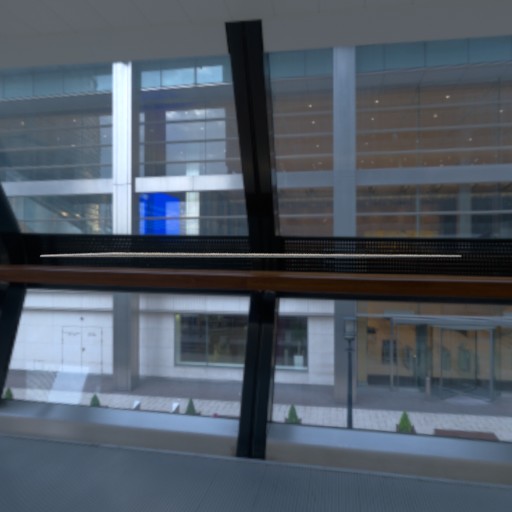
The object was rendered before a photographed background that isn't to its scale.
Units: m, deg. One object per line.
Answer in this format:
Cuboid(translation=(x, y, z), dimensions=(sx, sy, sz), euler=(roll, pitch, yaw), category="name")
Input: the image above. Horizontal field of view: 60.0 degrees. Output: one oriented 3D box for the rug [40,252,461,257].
Cuboid(translation=(0.000, 0.000, 3.023), dimensions=(2.431, 0.012, 1.536), euler=(0, 0, -35), category="rug")
